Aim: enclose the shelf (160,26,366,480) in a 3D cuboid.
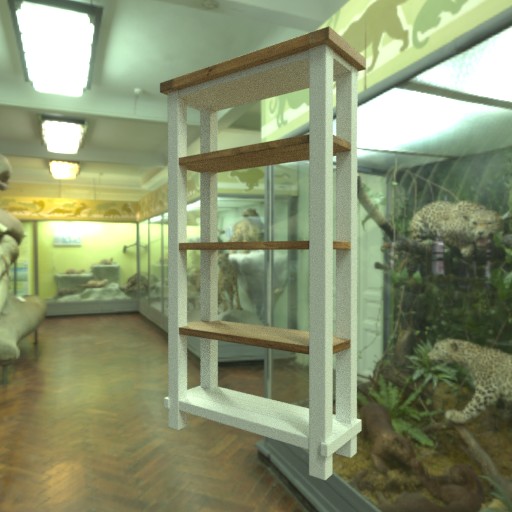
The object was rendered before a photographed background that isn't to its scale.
[{"bbox_3d":[0.000,0.000,2.266,1.022,1.878,0.381,0,1,37],"label":"shelf"}]
